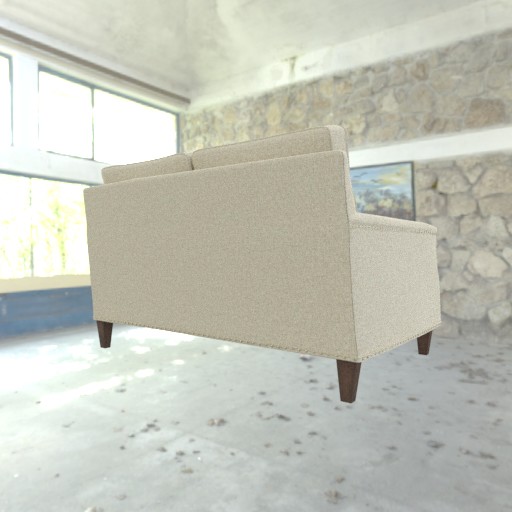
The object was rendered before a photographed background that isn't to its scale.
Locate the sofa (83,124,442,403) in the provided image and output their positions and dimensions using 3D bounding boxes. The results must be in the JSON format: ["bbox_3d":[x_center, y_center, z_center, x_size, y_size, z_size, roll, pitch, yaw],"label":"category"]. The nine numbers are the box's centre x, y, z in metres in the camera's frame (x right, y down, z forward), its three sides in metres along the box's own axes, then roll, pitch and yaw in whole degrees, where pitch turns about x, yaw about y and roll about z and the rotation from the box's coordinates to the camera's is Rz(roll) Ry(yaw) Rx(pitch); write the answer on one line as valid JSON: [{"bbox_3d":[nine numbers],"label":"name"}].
[{"bbox_3d":[0.000,0.000,2.311,1.597,1.003,1.084,1,1,37],"label":"sofa"}]
